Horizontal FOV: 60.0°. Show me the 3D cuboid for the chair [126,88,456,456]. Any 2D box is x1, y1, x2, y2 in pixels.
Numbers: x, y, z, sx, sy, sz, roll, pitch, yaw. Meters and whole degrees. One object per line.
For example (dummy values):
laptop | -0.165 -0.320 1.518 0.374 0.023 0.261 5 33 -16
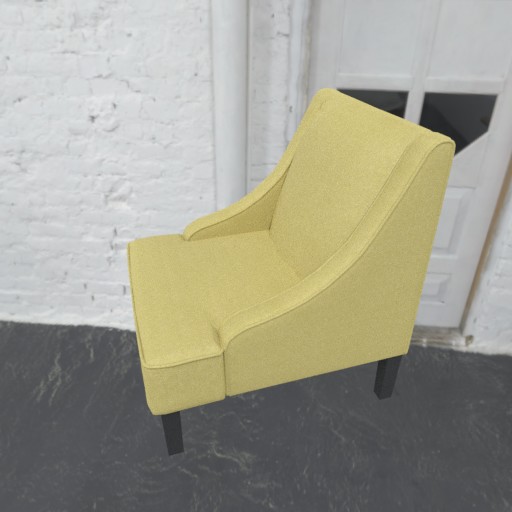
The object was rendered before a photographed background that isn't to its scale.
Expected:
chair | 0.000 0.000 1.451 0.814 0.896 0.696 -9 32 -15
